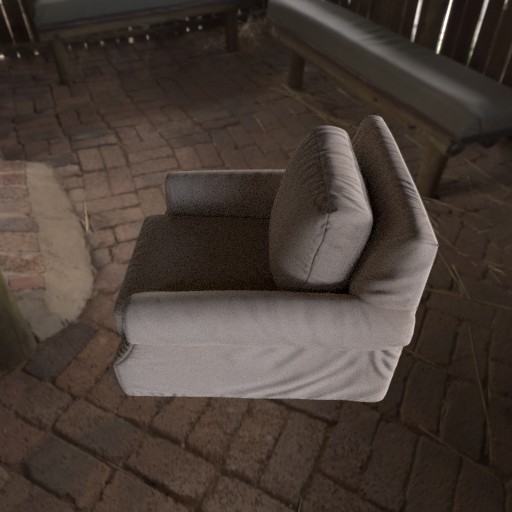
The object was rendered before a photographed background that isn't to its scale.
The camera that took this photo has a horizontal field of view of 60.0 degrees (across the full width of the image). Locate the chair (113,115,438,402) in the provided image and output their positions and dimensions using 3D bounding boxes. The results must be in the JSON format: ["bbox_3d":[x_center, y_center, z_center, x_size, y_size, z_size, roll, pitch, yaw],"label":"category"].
[{"bbox_3d":[0.000,0.000,1.771,1.066,0.866,0.940,1,42,1],"label":"chair"}]
